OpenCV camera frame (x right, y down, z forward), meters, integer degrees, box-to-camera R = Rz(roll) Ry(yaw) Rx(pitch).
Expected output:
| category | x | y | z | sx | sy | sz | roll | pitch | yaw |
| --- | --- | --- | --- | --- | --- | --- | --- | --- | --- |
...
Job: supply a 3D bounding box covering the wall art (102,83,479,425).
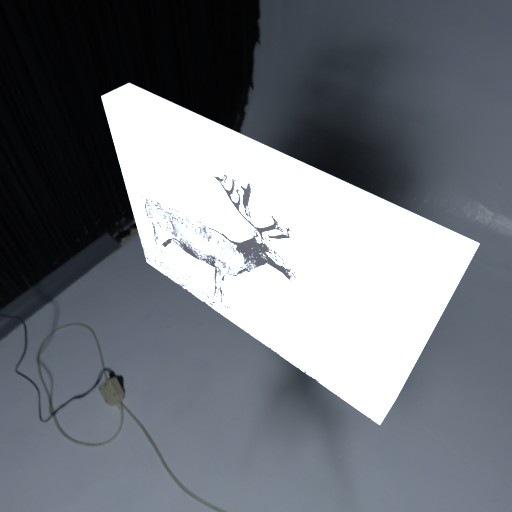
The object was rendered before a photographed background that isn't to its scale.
| category | x | y | z | sx | sy | sz | roll | pitch | yaw |
| --- | --- | --- | --- | --- | --- | --- | --- | --- | --- |
| wall art | 0.000 | 0.000 | 0.483 | 0.381 | 0.259 | 0.038 | 31 | 55 | 25 |
